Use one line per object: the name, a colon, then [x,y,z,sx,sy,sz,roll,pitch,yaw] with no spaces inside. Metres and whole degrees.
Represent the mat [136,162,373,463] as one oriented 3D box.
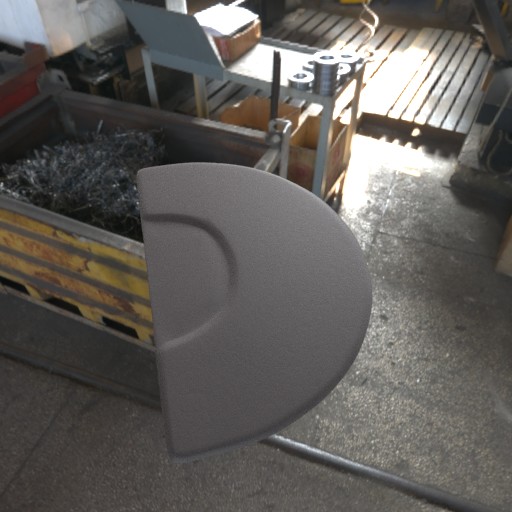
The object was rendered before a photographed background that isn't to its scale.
mat: [0.000,0.000,1.884,0.917,0.022,1.525,-10,47,-10]
